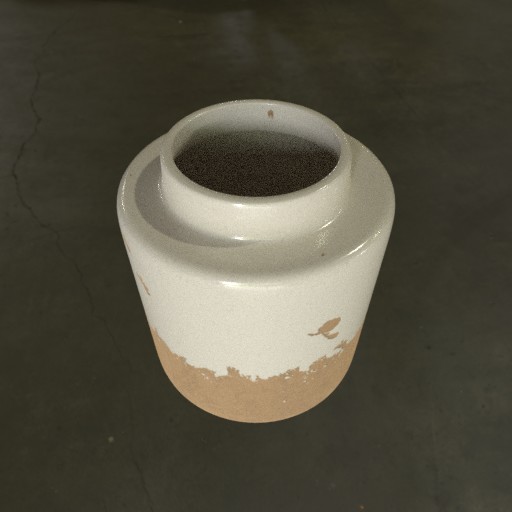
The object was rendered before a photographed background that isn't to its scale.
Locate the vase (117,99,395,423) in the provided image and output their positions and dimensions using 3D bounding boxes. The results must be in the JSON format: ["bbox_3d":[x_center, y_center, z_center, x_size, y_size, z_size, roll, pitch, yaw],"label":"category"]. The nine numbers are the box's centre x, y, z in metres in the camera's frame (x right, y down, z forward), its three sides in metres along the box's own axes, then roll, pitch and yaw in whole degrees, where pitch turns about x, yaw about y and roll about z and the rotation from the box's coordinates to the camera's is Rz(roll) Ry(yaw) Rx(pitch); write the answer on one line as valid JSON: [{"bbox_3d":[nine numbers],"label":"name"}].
[{"bbox_3d":[0.000,0.000,0.287,0.153,0.167,0.153,0,46,0],"label":"vase"}]
